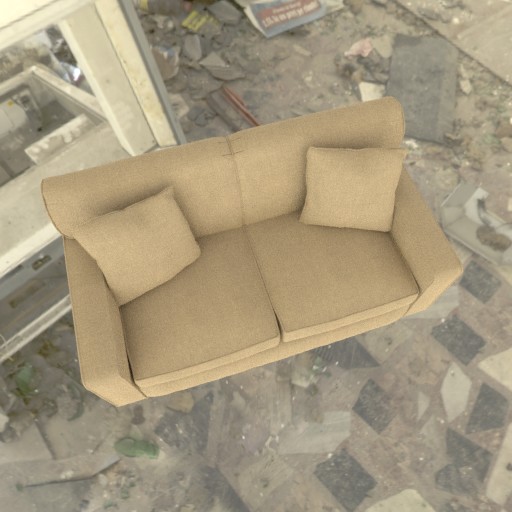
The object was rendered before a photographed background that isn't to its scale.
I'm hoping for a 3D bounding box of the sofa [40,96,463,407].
[{"bbox_3d":[0.000,0.000,2.354,1.846,0.958,0.998,-16,64,-8],"label":"sofa"}]
